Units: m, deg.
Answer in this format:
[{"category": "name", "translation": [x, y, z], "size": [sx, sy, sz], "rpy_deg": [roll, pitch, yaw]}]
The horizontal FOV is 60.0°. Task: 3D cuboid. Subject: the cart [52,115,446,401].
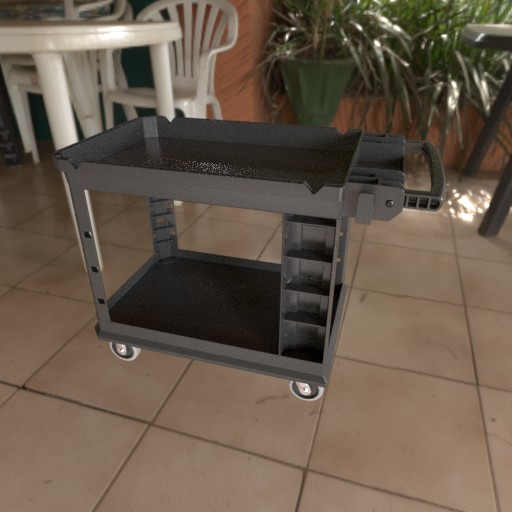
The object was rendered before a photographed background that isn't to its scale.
[{"category": "cart", "translation": [0.000, 0.000, 1.754], "size": [1.239, 0.884, 0.674], "rpy_deg": [8, 30, 14]}]
